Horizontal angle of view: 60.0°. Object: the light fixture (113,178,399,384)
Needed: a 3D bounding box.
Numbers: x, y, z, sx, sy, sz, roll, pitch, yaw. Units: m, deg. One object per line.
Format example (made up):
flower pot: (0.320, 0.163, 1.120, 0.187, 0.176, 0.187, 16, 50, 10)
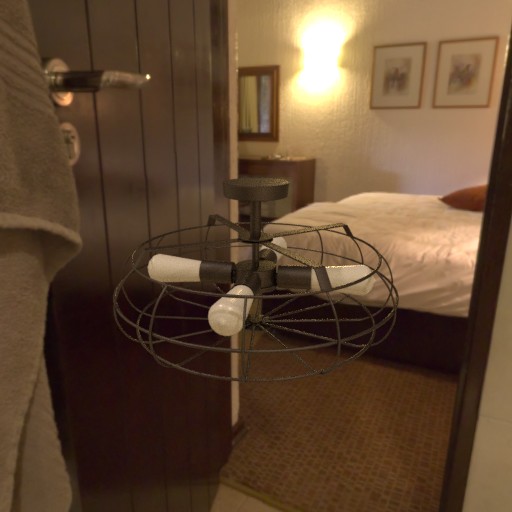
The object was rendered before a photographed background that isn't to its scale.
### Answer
light fixture: (0.000, 0.000, 0.928, 0.582, 0.311, 0.582, 0, 16, 0)
